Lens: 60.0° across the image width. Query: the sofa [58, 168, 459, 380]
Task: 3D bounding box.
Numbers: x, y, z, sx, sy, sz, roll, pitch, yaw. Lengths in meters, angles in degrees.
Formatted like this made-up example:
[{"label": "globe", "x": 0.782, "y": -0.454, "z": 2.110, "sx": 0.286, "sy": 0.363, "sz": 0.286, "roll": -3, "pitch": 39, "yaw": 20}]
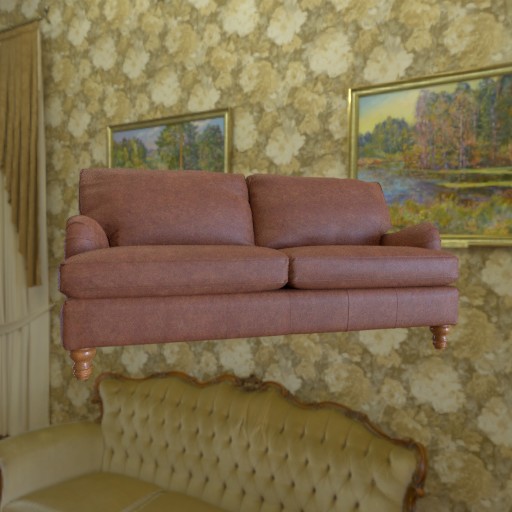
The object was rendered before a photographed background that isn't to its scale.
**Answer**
[{"label": "sofa", "x": 0.000, "y": 0.000, "z": 2.731, "sx": 2.144, "sy": 1.071, "sz": 1.147, "roll": 0, "pitch": 1, "yaw": -18}]
